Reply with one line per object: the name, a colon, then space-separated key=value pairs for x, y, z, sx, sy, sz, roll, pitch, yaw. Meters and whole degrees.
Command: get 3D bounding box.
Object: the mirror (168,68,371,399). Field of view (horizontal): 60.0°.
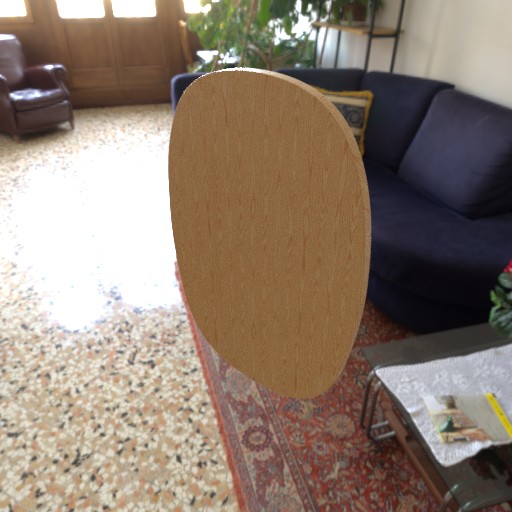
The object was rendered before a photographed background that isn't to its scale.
mirror: x=0.000 y=0.000 z=1.371 sx=0.724 sy=1.075 sz=0.037 roll=23 pitch=39 yaw=31
